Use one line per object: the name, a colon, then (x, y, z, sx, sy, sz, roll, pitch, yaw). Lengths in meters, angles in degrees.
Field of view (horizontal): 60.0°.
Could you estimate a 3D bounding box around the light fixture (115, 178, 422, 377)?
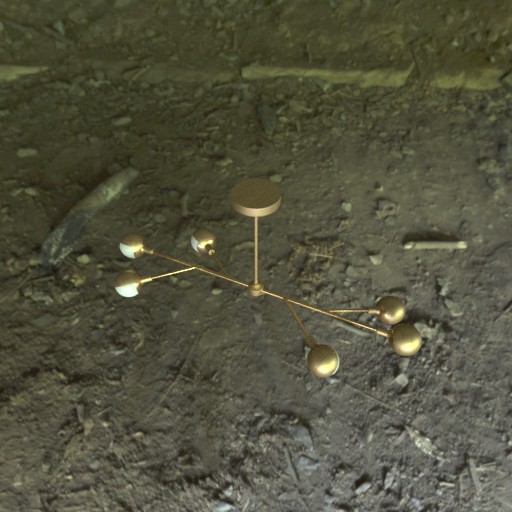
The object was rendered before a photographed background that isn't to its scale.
light fixture: (0.000, 0.000, 1.021, 0.778, 0.362, 0.434, 31, 53, 27)
